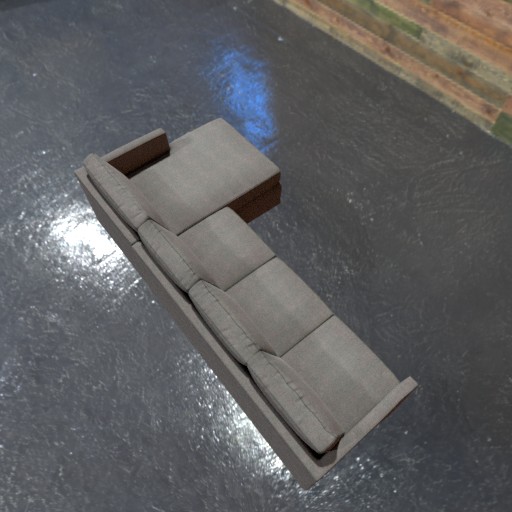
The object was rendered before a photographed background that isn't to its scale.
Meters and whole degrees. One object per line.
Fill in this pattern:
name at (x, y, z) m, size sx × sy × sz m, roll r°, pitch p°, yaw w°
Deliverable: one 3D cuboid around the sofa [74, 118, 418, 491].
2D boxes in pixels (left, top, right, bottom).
sofa at (0.000, 0.000, 3.779) m, size 1.650 × 0.922 × 3.205 m, roll -34°, pitch 64°, yaw -20°
